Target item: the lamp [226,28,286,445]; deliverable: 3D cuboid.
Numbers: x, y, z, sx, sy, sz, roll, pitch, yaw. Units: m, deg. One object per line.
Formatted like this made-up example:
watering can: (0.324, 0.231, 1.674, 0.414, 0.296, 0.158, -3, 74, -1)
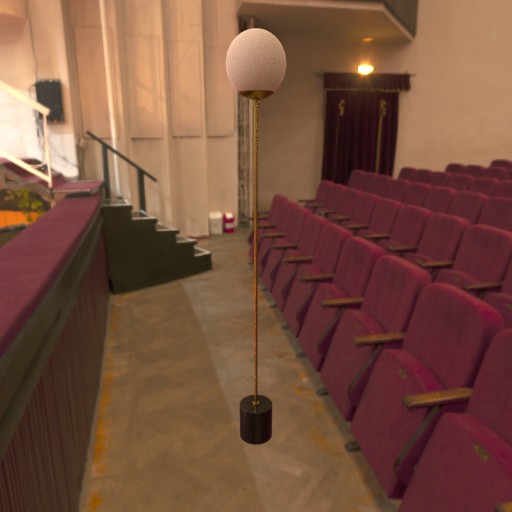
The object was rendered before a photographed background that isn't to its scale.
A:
lamp: (0.000, 0.000, 1.875, 0.229, 1.748, 0.229, -2, 15, -9)
